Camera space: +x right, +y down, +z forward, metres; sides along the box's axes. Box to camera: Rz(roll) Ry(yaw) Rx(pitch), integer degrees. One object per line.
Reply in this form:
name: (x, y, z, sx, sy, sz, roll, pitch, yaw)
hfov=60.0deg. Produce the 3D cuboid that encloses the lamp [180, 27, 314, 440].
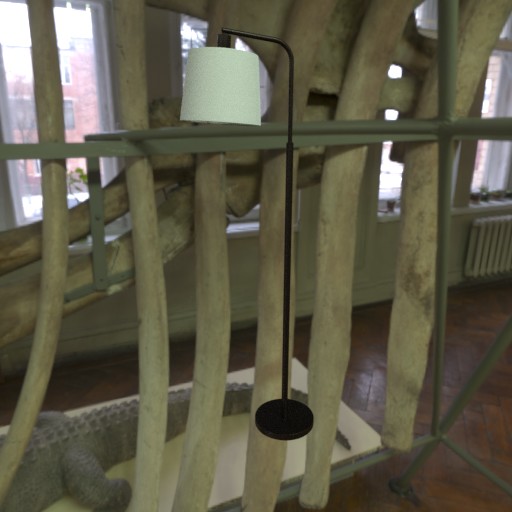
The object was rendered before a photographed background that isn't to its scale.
lamp: (0.000, 0.000, 1.604, 0.508, 1.478, 0.254, -7, 18, -24)
